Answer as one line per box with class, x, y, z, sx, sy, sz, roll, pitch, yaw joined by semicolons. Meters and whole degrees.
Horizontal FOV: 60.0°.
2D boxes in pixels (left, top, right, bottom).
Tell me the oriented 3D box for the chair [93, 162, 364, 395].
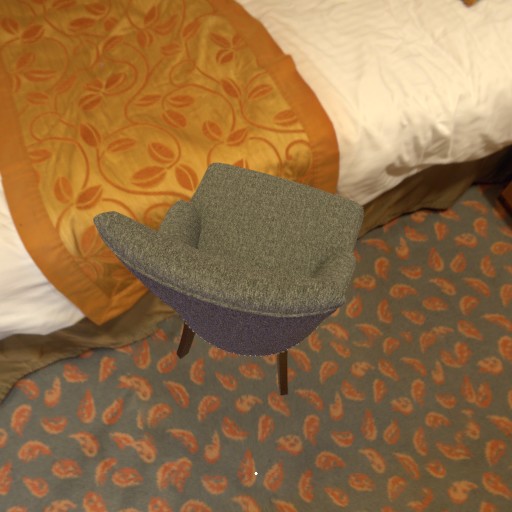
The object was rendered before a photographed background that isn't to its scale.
chair;0.000;0.000;1.327;0.566;0.909;0.629;18;65;8
